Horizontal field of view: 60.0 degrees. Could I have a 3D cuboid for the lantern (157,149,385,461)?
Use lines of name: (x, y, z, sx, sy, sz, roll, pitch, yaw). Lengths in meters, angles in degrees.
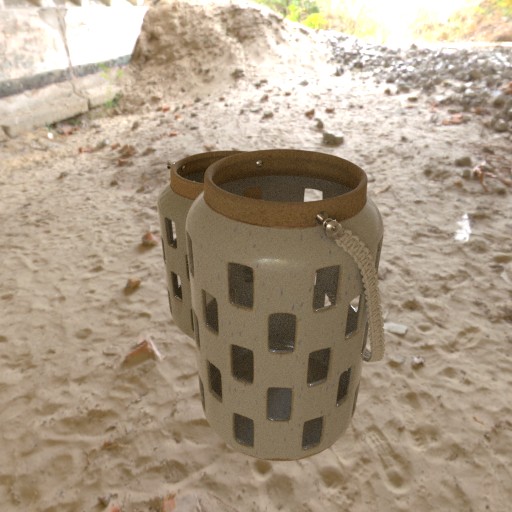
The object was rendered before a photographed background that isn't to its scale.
lantern: (0.000, 0.000, 0.492, 0.184, 0.255, 0.347, -10, 31, -17)
